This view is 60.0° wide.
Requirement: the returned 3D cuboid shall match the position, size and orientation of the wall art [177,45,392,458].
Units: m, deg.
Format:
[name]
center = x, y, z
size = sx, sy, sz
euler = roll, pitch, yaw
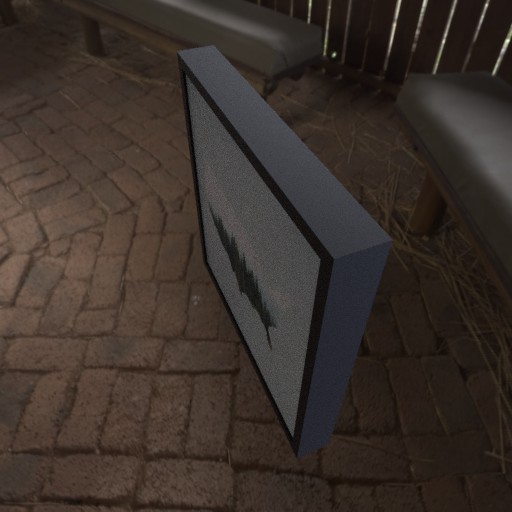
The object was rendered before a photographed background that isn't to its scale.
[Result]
[wall art]
center = 0.000, 0.000, 0.453
size = 0.038, 0.304, 0.304
euler = -17, 49, -16
